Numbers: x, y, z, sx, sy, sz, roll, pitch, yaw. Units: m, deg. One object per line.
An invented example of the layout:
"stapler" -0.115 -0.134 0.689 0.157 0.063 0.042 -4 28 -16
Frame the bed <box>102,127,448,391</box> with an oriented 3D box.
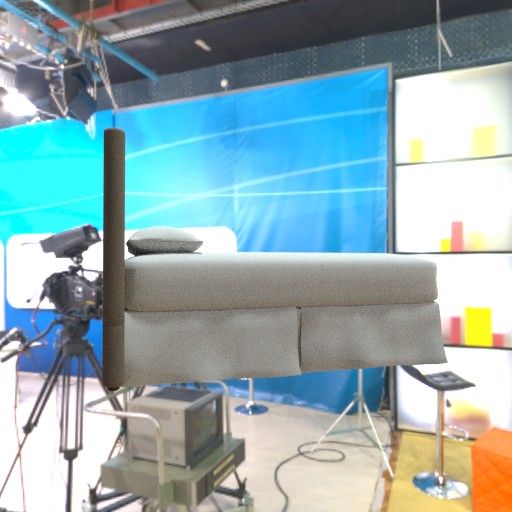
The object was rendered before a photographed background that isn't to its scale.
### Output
"bed" 0.000 0.000 3.330 2.128 1.441 1.744 0 -1 -17
